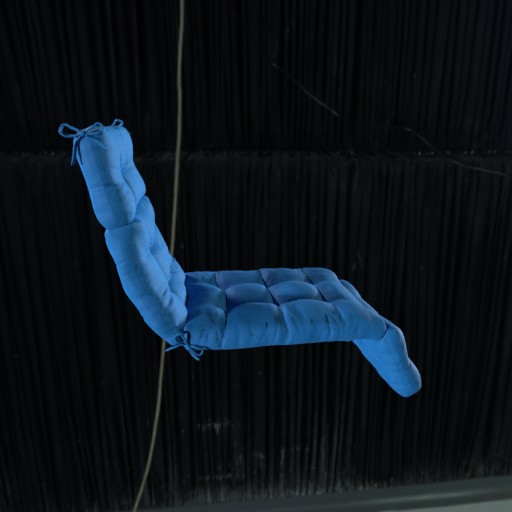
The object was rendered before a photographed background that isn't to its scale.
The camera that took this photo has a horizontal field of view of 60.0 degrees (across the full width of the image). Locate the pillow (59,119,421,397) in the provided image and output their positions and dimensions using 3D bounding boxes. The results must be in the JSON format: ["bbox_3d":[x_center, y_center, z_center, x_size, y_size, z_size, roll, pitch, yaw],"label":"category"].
[{"bbox_3d":[0.000,0.000,1.457,1.016,0.863,0.526,-3,17,-9],"label":"pillow"}]
